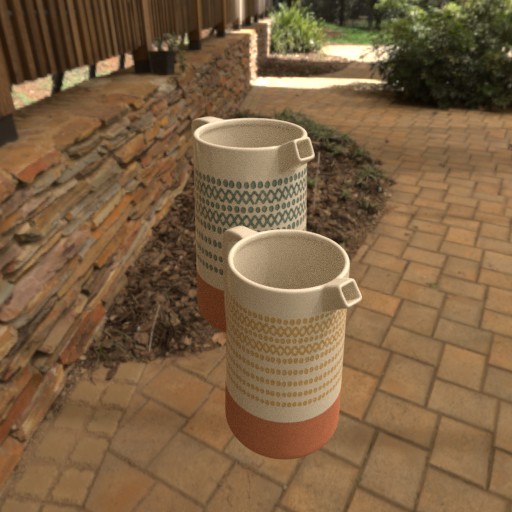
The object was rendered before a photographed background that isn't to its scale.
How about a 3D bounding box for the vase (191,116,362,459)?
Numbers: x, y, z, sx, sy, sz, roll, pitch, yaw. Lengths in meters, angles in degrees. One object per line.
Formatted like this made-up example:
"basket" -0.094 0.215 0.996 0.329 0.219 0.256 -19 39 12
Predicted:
"vase" 0.000 0.000 0.477 0.168 0.247 0.326 1 31 1
